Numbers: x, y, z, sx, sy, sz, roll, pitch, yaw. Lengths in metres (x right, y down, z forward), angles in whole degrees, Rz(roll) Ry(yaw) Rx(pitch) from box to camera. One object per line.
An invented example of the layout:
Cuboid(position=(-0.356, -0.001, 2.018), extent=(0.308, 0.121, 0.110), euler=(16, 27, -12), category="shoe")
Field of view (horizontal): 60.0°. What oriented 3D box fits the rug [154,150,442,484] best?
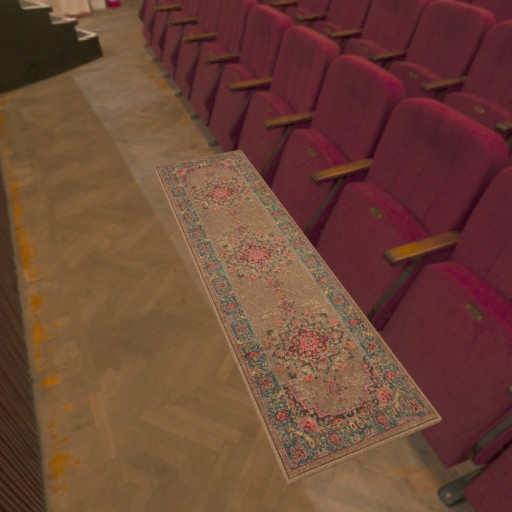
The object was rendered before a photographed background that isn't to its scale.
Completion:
Cuboid(position=(0.000, 0.000, 2.419), extent=(0.659, 0.019, 2.297), euler=(-15, 44, -16), category="rug")
